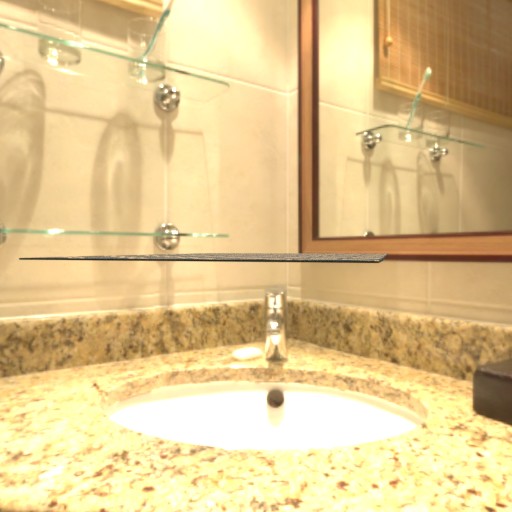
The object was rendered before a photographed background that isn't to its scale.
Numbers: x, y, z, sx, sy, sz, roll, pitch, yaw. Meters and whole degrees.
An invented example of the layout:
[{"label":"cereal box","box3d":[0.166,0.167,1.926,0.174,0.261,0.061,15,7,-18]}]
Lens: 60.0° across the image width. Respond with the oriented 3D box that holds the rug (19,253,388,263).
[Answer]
[{"label":"rug","box3d":[0.000,0.000,4.323,2.432,0.018,3.342,0,1,17]}]
